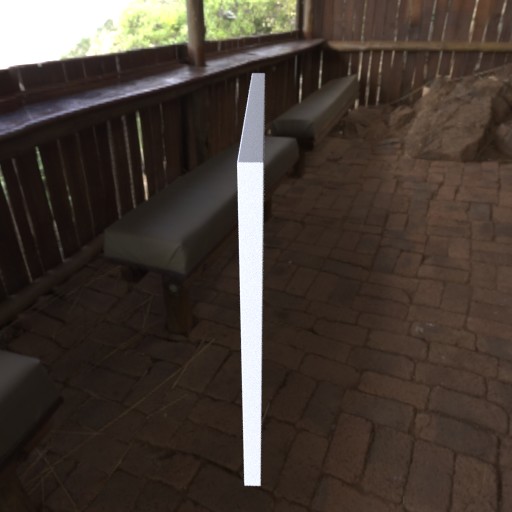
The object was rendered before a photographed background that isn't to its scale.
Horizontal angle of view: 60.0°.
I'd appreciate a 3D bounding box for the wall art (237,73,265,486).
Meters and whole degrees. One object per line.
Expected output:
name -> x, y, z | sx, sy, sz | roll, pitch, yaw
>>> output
wall art -> 0.000, 0.000, 1.136 | 0.036, 0.760, 0.760 | 1, 31, 1
